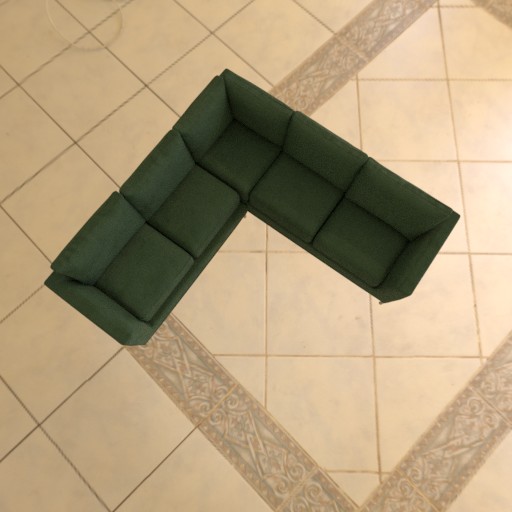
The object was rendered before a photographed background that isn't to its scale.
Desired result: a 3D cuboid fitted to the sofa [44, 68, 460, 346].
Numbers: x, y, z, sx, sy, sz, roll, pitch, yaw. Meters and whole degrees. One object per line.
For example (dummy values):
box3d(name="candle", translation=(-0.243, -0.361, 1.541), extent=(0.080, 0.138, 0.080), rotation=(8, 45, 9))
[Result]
box3d(name="sofa", translation=(0.000, 0.000, 3.844), extent=(2.452, 1.004, 2.468), rotation=(35, 78, 8))
